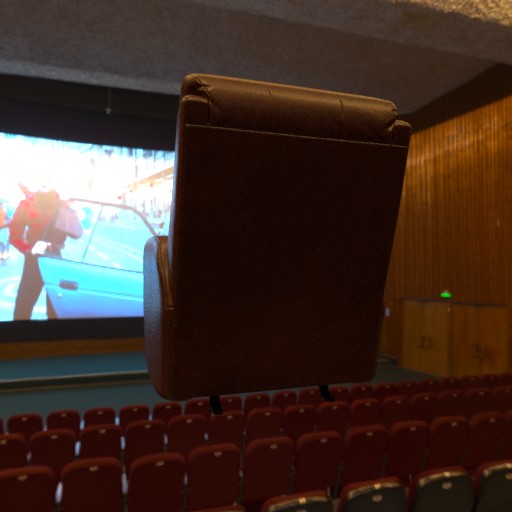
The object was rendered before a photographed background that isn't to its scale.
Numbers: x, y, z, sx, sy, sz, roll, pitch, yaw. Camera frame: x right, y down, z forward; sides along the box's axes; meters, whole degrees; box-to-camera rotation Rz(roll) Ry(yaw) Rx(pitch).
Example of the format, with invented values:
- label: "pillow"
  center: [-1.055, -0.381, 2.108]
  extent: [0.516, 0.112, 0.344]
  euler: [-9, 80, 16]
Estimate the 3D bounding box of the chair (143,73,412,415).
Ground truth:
- label: "chair"
  center: [0.000, 0.000, 1.693]
  extent: [0.787, 1.016, 0.939]
  euler: [0, -1, -19]
